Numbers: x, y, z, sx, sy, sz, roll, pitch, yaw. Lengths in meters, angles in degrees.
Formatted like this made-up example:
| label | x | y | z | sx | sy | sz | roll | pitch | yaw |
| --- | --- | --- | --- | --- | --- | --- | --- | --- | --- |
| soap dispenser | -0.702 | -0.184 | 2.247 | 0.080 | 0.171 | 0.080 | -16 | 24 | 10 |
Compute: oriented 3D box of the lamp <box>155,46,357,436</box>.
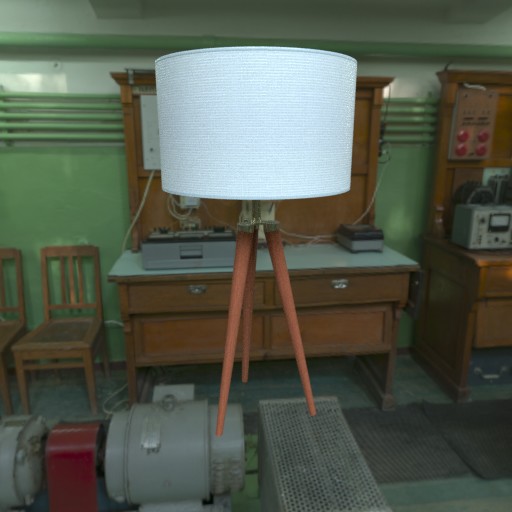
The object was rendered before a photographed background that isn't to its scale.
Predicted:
| label | x | y | z | sx | sy | sz | roll | pitch | yaw |
| --- | --- | --- | --- | --- | --- | --- | --- | --- | --- |
| lamp | 0.000 | 0.000 | 0.889 | 0.355 | 0.709 | 0.354 | -2 | 15 | -8 |
